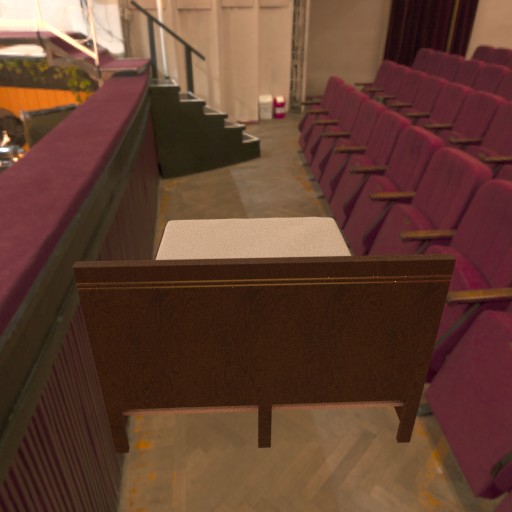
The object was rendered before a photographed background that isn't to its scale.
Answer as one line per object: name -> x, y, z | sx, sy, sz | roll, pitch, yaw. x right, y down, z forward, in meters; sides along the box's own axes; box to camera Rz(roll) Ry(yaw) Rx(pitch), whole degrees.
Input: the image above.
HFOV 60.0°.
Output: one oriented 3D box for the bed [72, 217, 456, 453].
bed -> 0.000, 0.000, 3.111 | 1.613, 1.169, 2.221 | -1, 29, -2
